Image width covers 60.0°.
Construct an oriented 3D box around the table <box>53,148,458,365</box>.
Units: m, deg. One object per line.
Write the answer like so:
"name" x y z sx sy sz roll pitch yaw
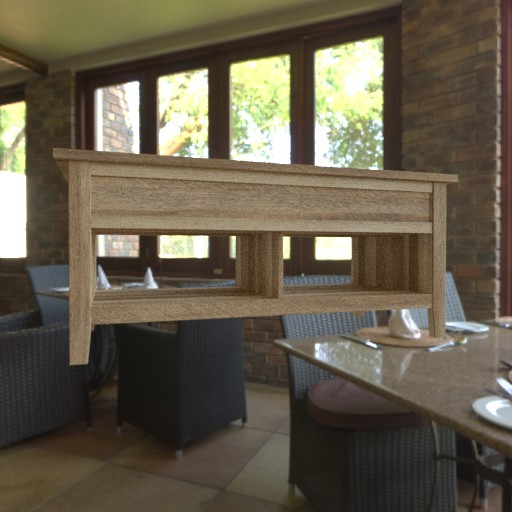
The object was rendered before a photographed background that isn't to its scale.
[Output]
"table" 0.000 0.000 1.372 1.095 0.480 0.493 0 1 -19
